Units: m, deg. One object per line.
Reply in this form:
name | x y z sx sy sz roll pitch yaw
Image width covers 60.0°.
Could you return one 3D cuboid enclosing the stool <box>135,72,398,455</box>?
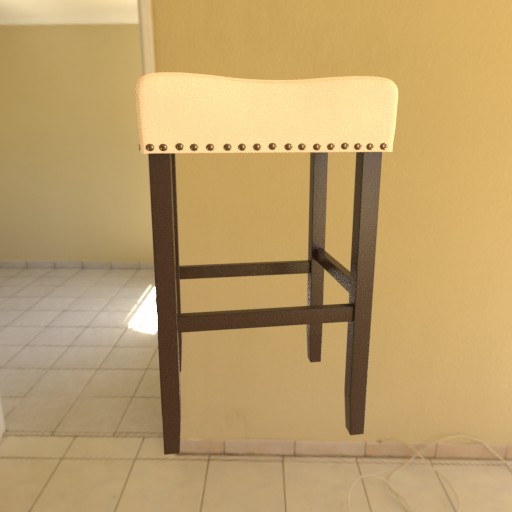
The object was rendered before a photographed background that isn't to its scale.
stool | 0.000 0.000 1.050 0.471 0.762 0.401 -2 16 -8
